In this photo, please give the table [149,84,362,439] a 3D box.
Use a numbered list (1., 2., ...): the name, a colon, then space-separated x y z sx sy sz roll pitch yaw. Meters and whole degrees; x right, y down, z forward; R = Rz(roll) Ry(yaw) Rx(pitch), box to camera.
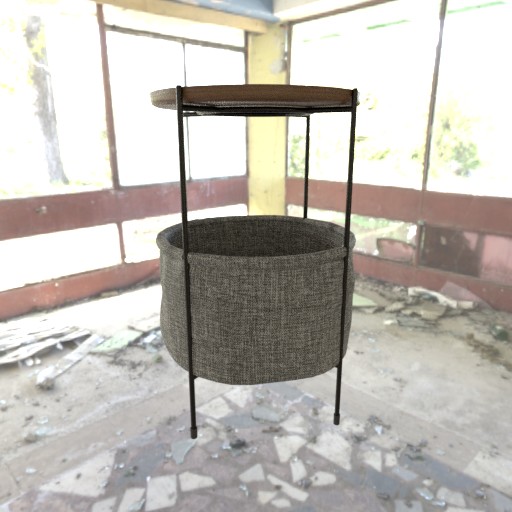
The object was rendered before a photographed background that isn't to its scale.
1. table: 0.000 0.000 0.906 0.400 0.623 0.400 -2 16 -8
